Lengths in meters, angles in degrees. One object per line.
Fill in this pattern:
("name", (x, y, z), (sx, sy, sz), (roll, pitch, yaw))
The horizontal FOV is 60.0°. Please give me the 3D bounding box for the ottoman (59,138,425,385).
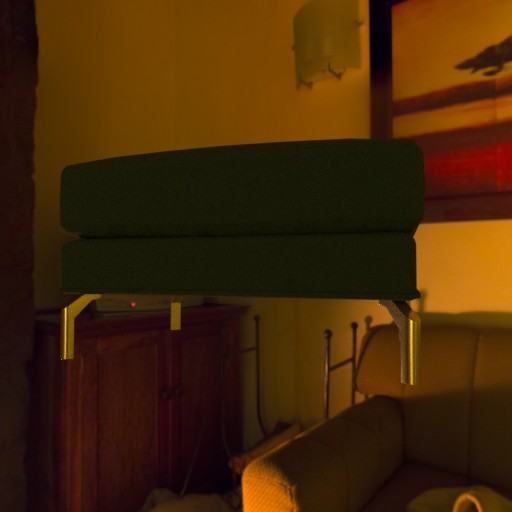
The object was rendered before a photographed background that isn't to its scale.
("ottoman", (0.000, 0.000, 1.208), (0.835, 0.498, 0.587), (-1, -2, 18))
